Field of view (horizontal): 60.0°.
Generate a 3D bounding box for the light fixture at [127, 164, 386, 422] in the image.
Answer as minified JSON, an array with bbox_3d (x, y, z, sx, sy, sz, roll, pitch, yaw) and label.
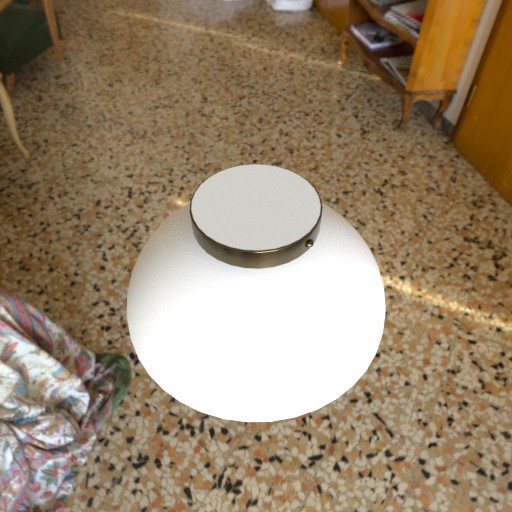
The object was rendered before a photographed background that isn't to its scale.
[{"bbox_3d":[0.000,0.000,0.562,0.355,0.177,0.355,0,48,0],"label":"light fixture"}]
